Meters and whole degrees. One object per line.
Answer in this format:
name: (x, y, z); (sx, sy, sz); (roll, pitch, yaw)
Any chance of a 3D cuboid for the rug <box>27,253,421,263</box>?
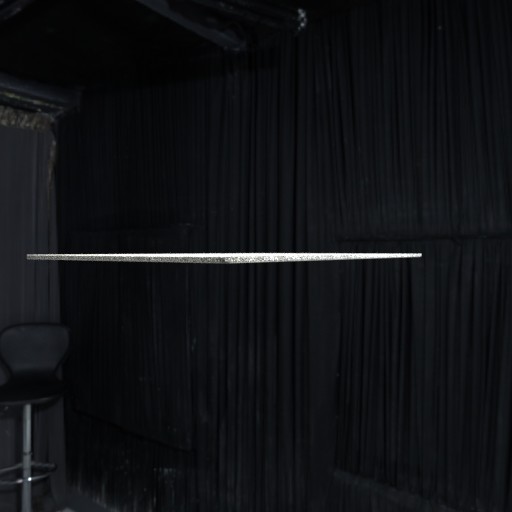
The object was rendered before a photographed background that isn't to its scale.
rug: (0.000, 0.000, 2.996); (1.502, 0.025, 2.350); (0, 1, 37)
